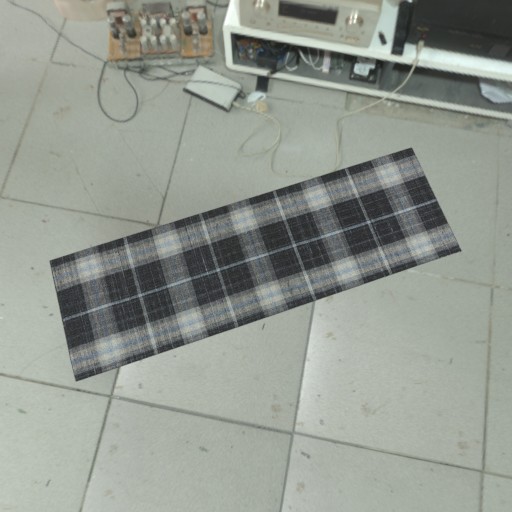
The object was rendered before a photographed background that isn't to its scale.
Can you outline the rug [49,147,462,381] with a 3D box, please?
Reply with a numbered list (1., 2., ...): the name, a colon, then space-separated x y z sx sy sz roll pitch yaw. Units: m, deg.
1. rug: 0.000 0.000 2.733 2.434 0.012 0.760 -18 75 -5
